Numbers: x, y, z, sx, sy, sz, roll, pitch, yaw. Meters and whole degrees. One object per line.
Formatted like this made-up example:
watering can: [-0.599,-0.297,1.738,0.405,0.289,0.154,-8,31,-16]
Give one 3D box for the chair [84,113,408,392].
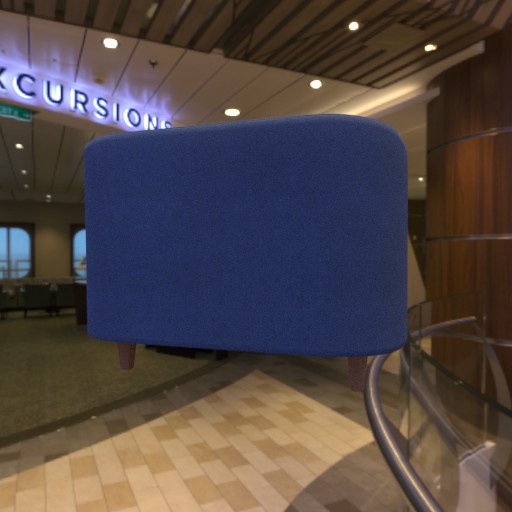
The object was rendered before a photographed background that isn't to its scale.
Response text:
chair: [0.000,0.000,1.726,1.118,0.787,0.914,0,0,18]
